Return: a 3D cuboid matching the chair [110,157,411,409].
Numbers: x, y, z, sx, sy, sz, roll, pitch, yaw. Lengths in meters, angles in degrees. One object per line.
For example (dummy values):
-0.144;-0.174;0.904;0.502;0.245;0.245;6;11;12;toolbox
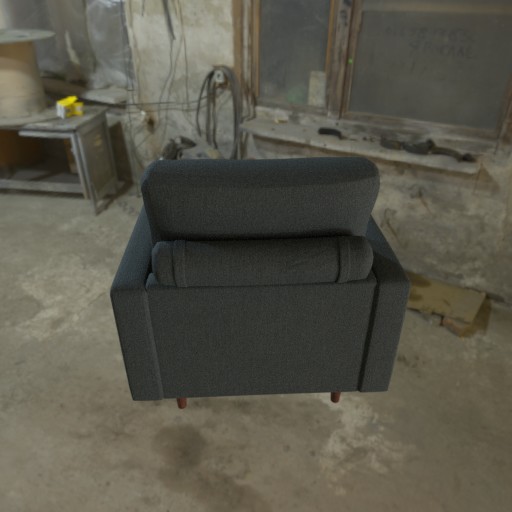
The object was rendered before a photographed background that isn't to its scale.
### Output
0.000;0.000;1.566;0.821;0.880;0.843;-1;32;-2;chair
